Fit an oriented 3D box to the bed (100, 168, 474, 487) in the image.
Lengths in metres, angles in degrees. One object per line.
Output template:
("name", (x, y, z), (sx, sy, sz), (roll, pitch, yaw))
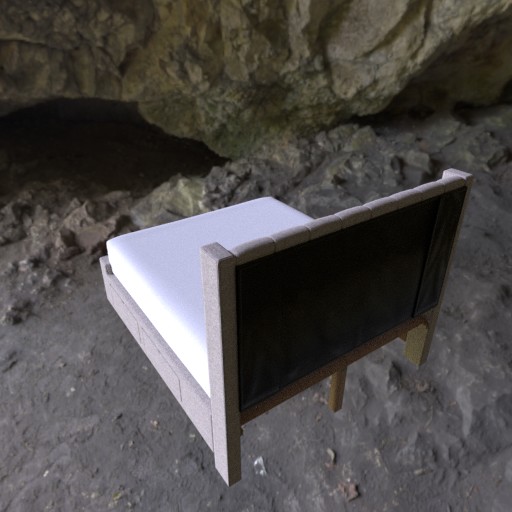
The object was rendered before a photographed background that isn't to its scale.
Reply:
("bed", (0.000, 0.000, 3.801), (2.044, 1.748, 2.372), (-19, 35, -29))
